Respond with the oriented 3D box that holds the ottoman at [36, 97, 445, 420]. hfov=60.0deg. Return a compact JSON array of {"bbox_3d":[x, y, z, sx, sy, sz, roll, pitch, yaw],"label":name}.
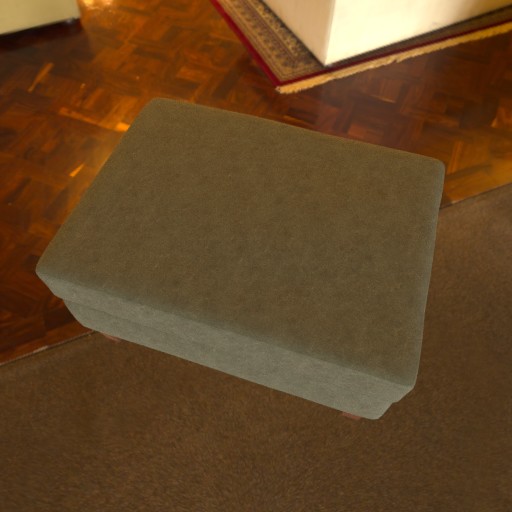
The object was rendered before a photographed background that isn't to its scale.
[{"bbox_3d":[0.000,0.000,1.226,0.839,0.464,0.639,15,59,9],"label":"ottoman"}]
